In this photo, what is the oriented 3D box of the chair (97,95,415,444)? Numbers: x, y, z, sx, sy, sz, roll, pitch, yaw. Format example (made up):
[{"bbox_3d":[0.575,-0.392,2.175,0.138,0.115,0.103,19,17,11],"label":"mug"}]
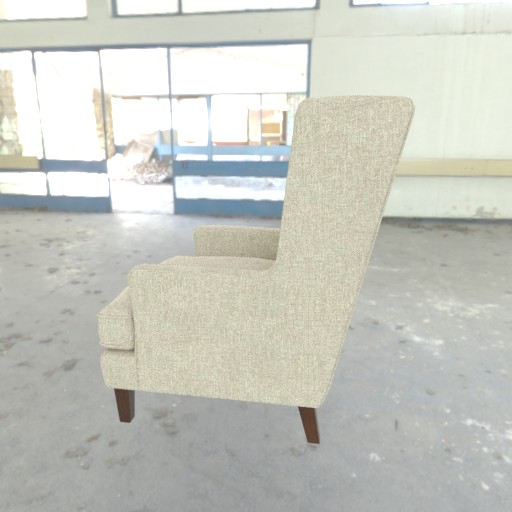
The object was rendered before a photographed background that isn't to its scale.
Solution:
[{"bbox_3d":[0.000,0.000,1.685,0.948,1.082,0.764,3,15,9],"label":"chair"}]
